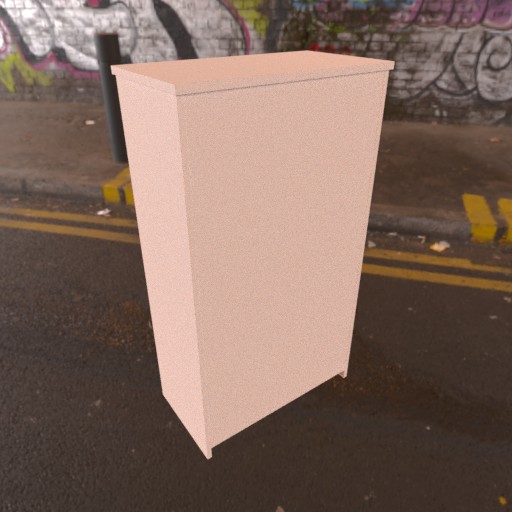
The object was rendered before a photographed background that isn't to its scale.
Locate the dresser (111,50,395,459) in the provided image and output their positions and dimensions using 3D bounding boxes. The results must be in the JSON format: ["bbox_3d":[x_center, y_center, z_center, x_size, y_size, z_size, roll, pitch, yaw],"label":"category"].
[{"bbox_3d":[0.000,0.000,1.562,0.704,1.255,0.399,-20,35,-30],"label":"dresser"}]
